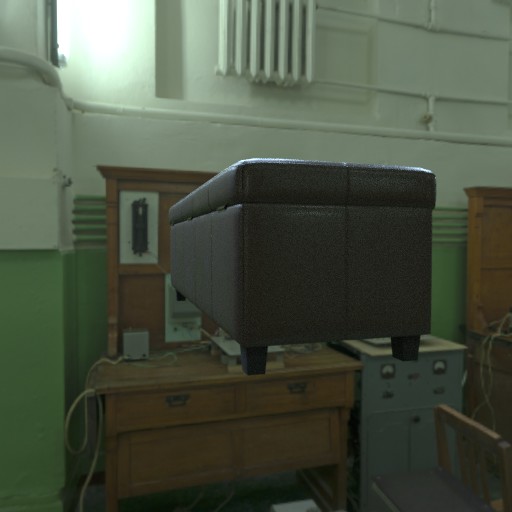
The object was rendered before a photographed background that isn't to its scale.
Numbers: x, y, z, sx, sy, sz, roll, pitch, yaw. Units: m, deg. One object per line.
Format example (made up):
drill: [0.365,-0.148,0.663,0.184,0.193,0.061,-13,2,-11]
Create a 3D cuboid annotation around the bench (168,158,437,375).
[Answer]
bench: [0.000,0.000,1.438,0.450,0.417,1.219,-1,2,-17]
